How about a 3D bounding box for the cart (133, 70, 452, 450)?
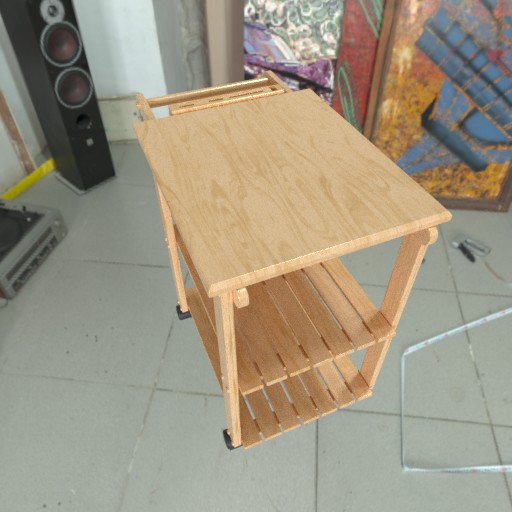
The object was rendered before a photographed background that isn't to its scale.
[{"bbox_3d":[0.000,0.000,1.368,0.520,0.816,0.843,-17,48,-16],"label":"cart"}]
